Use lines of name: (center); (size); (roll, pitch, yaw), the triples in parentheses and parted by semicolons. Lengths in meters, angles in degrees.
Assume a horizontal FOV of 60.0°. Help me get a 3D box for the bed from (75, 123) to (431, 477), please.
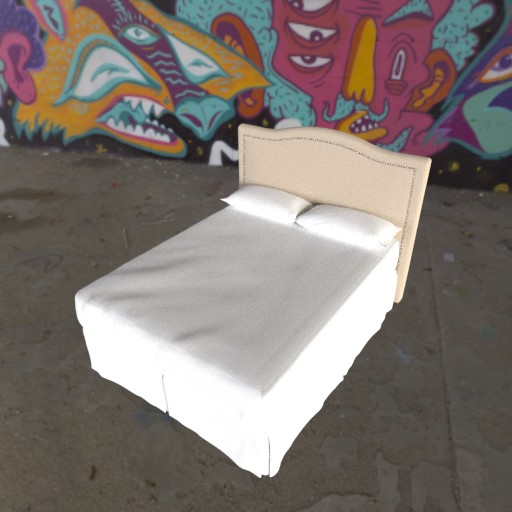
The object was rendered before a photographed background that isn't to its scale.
bed: (0.000, 0.000, 3.324); (1.753, 1.460, 2.143); (20, 36, 29)
